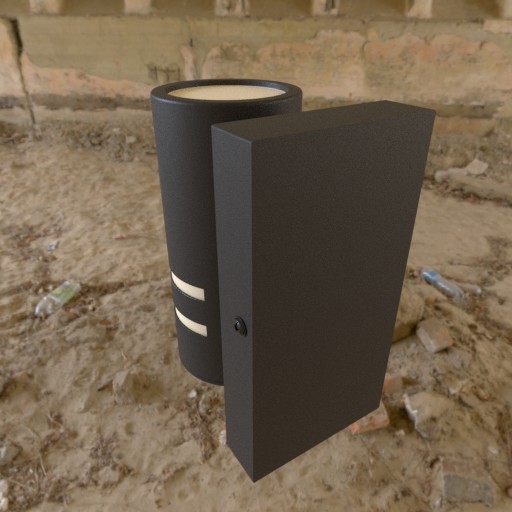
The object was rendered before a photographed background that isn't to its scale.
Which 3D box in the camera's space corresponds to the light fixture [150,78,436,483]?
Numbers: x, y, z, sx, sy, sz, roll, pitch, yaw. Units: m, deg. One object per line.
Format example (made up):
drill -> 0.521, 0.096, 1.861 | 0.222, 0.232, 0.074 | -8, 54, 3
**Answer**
light fixture -> 0.000, 0.000, 0.259 | 0.098, 0.179, 0.138 | -18, 34, -28
